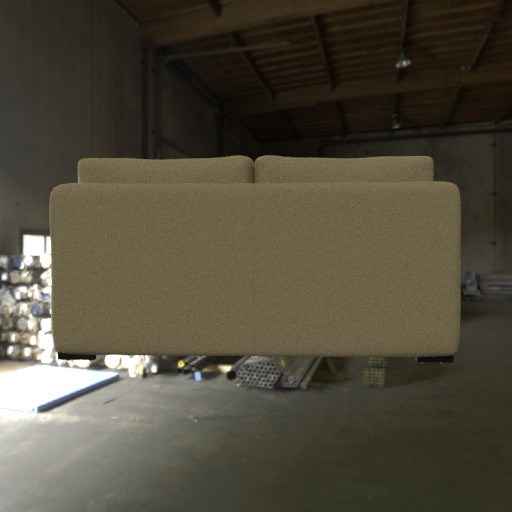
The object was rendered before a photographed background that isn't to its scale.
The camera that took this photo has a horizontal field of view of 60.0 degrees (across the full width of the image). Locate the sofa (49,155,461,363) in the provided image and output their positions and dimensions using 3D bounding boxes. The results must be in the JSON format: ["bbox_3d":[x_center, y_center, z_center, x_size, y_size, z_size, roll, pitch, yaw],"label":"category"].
[{"bbox_3d":[0.000,0.000,2.467,1.885,0.967,0.962,0,0,2],"label":"sofa"}]
